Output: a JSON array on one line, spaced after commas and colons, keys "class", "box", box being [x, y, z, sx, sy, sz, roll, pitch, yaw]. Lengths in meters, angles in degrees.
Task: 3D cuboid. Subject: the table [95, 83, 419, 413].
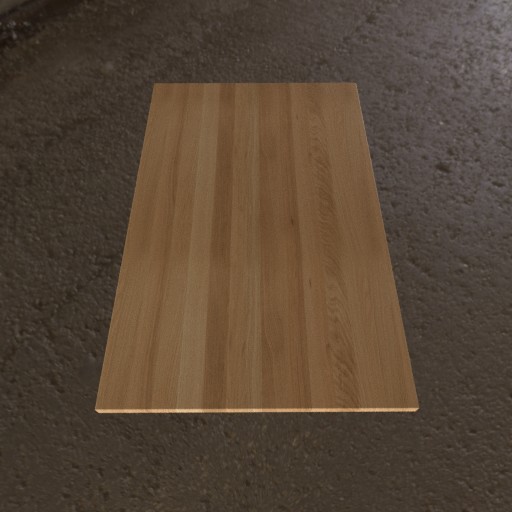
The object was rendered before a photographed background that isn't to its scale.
[{"class": "table", "box": [0.000, 0.000, 1.464, 0.700, 0.510, 1.100, 0, 58, 0]}]
